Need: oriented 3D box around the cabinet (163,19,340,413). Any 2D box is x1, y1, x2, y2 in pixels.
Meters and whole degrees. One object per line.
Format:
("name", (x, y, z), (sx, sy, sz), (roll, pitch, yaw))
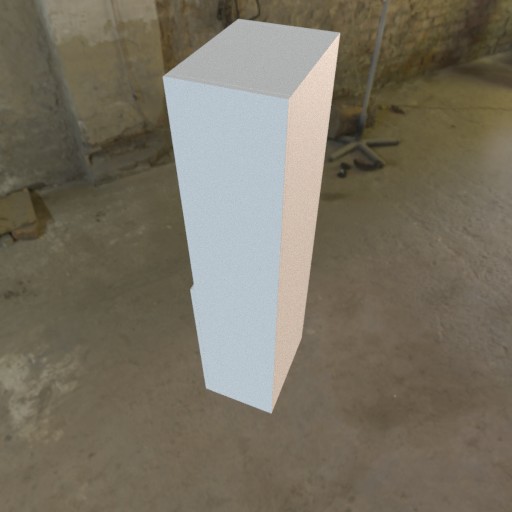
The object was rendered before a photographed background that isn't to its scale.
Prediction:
("cabinet", (0.000, 0.000, 1.514), (0.300, 1.350, 0.400), (16, 47, 15))
